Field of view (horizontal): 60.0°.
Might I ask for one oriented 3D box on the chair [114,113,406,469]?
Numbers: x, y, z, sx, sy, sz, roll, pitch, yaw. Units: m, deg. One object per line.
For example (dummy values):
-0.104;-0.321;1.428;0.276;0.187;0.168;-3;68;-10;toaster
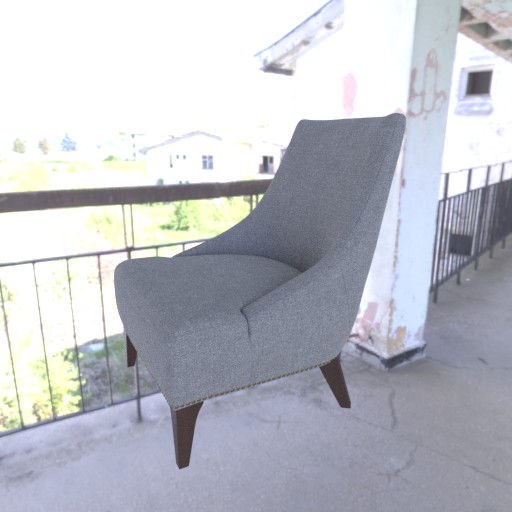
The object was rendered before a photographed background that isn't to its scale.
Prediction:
0.000;0.000;1.487;0.861;0.909;0.701;-8;17;-27;chair
